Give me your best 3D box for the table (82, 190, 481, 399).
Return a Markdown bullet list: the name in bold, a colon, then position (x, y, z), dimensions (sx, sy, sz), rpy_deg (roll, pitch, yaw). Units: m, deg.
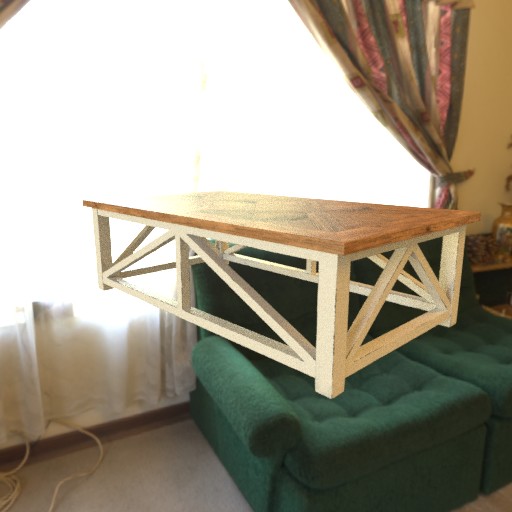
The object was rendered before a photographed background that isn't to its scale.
- **table**: position (0.000, 0.000, 1.788), dimensions (0.800, 0.410, 1.400), rpy_deg (-12, 17, -42)
